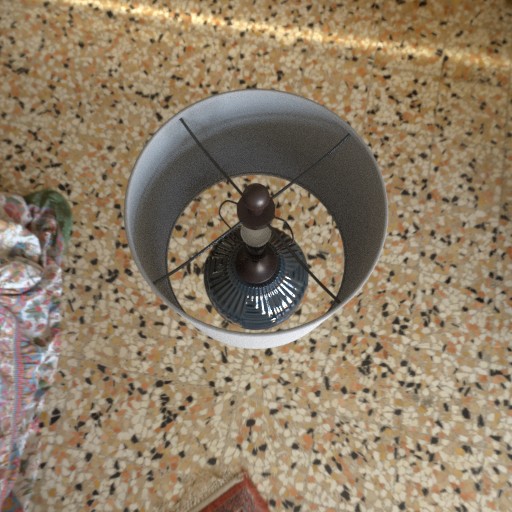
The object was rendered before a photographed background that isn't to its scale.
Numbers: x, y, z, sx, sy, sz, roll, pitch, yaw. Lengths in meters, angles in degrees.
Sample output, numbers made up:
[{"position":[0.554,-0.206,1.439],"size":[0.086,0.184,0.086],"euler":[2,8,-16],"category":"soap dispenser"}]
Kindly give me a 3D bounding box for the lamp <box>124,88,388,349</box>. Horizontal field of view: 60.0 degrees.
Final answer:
[{"position":[0.000,0.000,0.773],"size":[0.318,0.567,0.318],"euler":[0,75,0],"category":"lamp"}]
